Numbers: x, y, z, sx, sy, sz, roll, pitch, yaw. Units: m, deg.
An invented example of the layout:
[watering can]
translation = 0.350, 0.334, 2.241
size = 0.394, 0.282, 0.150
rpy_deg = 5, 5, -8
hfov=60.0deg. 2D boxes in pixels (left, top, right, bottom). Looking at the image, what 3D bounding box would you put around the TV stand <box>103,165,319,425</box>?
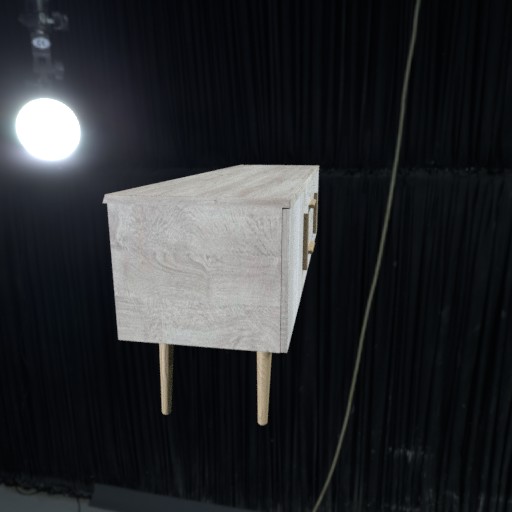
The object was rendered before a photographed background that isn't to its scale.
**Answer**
[TV stand]
translation = 0.000, 0.000, 1.556
size = 0.401, 0.565, 1.313
rpy_deg = 2, 14, 10
